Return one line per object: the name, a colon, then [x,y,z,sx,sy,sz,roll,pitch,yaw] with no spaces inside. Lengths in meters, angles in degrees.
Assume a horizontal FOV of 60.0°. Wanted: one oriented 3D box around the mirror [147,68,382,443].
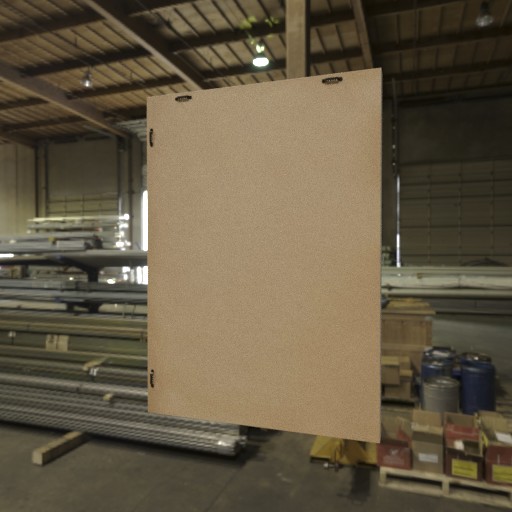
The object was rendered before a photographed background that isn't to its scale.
mirror: [0.000,0.000,0.932,0.507,0.710,0.040,0,1,19]
